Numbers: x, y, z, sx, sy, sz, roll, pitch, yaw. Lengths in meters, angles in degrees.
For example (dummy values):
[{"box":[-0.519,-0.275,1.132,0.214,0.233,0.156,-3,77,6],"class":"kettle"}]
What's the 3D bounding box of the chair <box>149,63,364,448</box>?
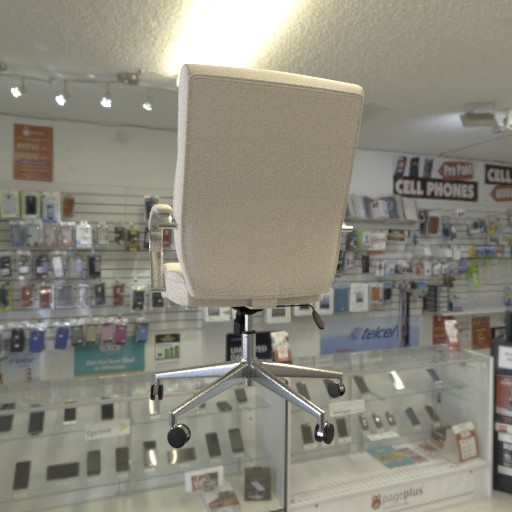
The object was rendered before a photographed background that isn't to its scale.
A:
[{"box":[0.000,0.000,1.599,0.727,1.099,0.745,0,1,-18],"class":"chair"}]
